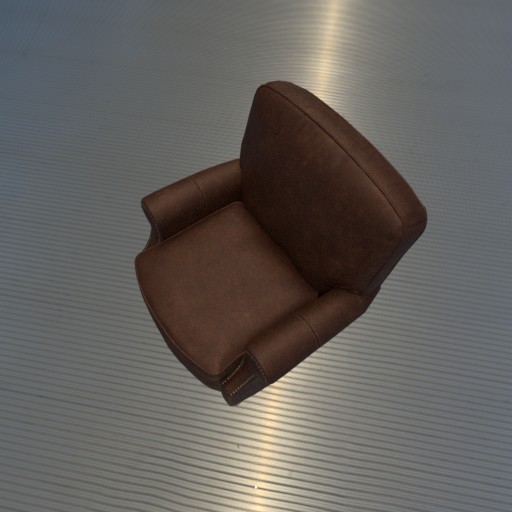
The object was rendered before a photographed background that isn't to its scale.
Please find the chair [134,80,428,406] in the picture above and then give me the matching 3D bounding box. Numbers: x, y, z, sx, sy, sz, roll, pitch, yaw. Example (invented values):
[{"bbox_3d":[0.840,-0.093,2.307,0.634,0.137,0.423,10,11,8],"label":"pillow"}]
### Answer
[{"bbox_3d":[0.000,0.000,1.844,0.986,1.018,0.936,-32,67,-16],"label":"chair"}]
